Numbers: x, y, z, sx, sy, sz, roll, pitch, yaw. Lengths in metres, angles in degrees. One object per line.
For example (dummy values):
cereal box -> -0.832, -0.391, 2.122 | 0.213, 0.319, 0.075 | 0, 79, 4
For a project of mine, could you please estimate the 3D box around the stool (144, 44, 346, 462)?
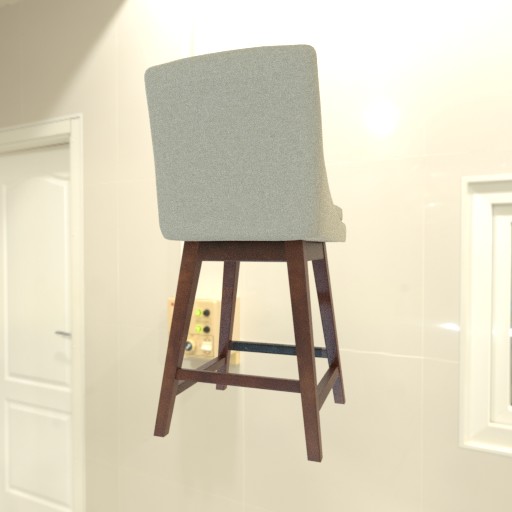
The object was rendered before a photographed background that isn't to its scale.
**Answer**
stool -> 0.000, 0.000, 1.319 | 0.469, 0.991, 0.559 | 0, 1, 19
